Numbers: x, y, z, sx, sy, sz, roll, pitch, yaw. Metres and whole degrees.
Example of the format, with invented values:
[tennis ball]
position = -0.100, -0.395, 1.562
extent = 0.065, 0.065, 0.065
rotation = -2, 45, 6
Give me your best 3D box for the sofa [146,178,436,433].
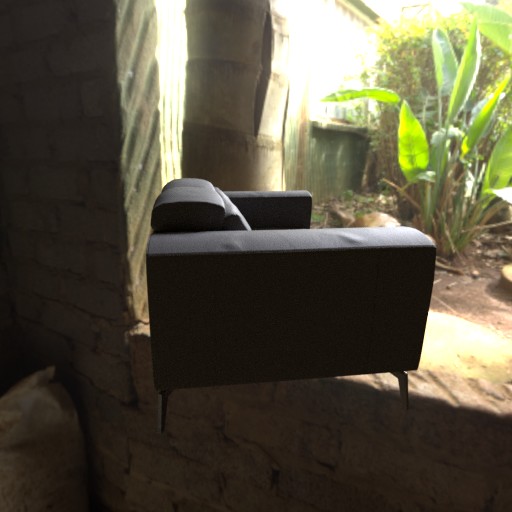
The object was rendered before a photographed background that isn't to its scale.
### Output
[sofa]
position = 0.000, 0.000, 2.389
extent = 1.003, 0.779, 1.895
rotation = -2, 14, -8
